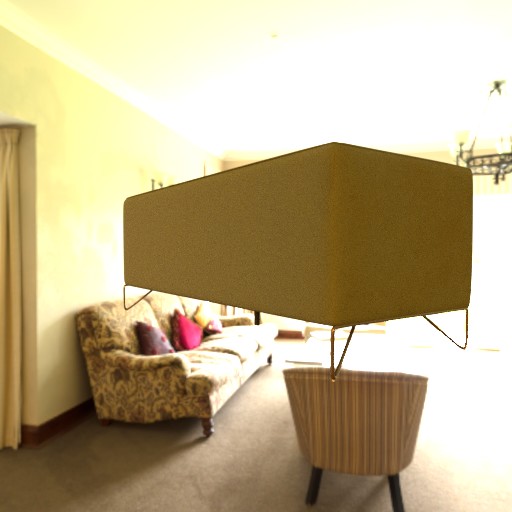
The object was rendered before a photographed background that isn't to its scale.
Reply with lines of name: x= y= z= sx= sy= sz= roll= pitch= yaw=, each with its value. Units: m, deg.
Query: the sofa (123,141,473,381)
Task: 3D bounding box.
sofa: x=0.000 y=0.000 z=2.509 sx=0.867 sy=0.789 sz=2.087 roll=-1 pitch=1 yaw=-35
